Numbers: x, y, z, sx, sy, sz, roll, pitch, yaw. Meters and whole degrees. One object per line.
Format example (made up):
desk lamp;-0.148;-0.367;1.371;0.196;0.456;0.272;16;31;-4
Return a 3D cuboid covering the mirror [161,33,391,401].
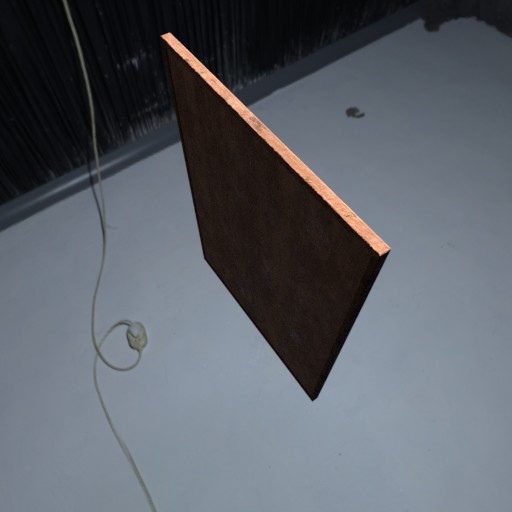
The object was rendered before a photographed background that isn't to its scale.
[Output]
mirror;0.000;0.000;1.423;0.028;1.099;0.796;-31;64;-17
